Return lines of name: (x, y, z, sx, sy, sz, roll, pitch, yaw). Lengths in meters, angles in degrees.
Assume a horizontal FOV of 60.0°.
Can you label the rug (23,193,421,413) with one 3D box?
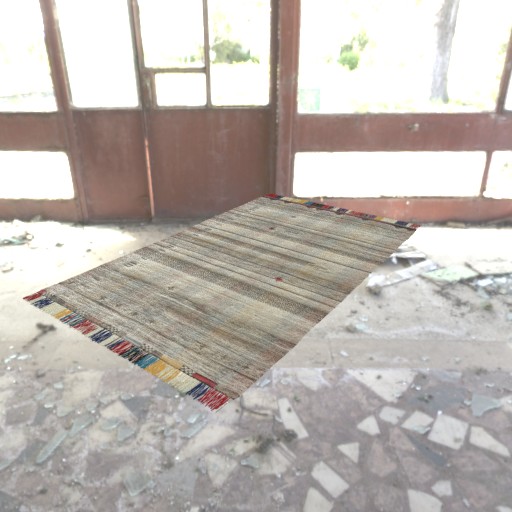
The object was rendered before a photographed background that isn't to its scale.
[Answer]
rug: (0.000, 0.000, 2.971, 1.465, 0.012, 2.465, 17, 30, 32)
